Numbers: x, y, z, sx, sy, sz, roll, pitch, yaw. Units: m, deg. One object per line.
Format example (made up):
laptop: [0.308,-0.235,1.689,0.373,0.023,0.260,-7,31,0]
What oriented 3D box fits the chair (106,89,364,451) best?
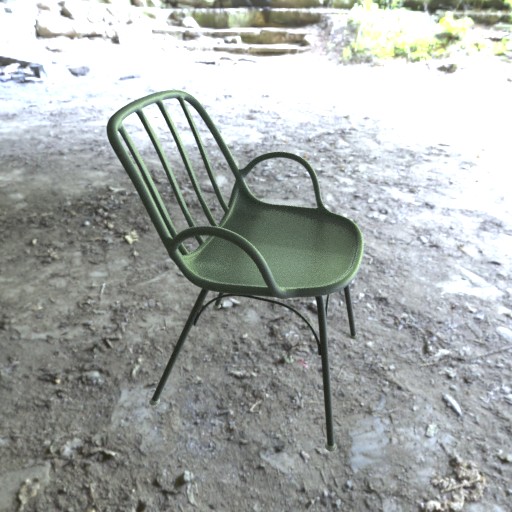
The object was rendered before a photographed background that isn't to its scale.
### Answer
chair: [0.000,0.000,1.231,0.597,0.816,0.549,10,32,15]
